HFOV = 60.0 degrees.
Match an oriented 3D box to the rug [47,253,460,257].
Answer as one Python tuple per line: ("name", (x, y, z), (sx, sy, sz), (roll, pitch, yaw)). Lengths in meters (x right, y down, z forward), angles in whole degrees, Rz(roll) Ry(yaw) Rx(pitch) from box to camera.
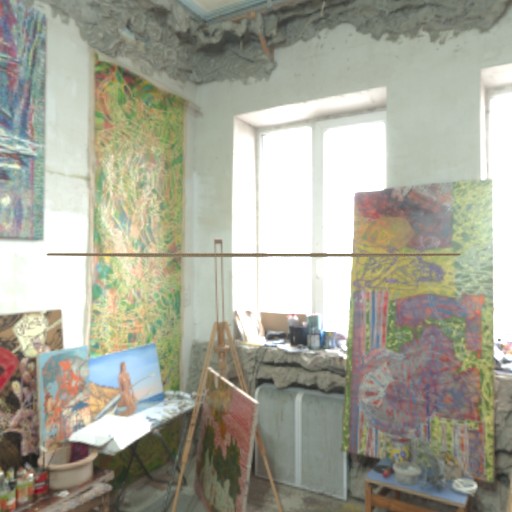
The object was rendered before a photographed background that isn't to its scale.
("rug", (0.000, 0.000, 3.888), (2.288, 0.018, 2.895), (0, 0, 1))
